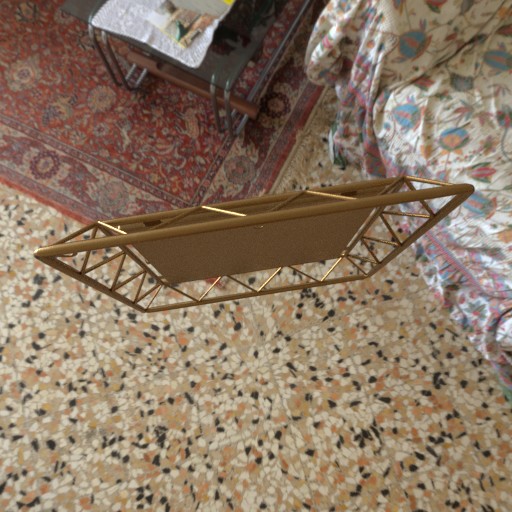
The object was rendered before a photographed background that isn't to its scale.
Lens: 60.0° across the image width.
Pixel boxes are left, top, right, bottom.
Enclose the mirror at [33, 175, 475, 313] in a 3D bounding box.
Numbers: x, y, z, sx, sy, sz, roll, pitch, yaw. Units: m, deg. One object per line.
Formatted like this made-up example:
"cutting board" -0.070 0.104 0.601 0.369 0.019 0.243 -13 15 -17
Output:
"mirror" 0.000 0.000 0.607 0.416 0.414 0.046 -9 76 -2
